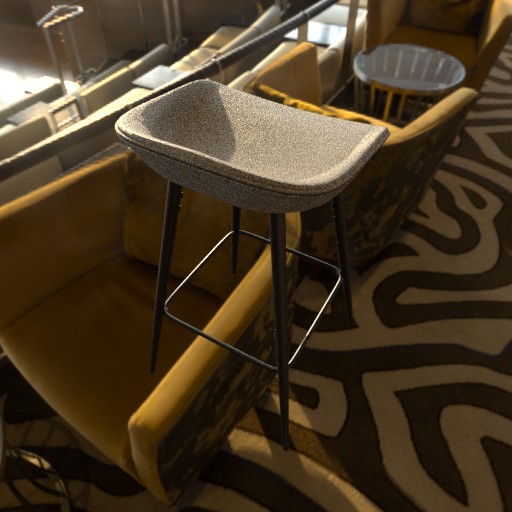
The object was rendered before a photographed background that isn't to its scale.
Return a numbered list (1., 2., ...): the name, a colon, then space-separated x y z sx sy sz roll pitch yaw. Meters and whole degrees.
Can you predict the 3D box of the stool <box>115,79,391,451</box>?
1. stool: 0.000 0.000 1.104 0.469 0.814 0.480 23 50 21
